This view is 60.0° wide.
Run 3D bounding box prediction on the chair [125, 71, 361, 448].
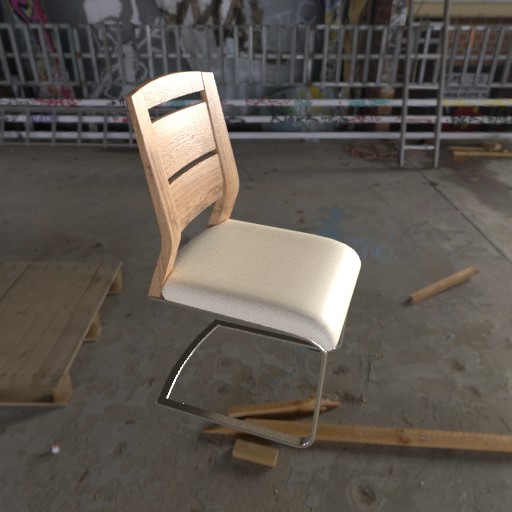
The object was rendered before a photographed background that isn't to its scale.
[{"bbox_3d":[0.000,0.000,1.275,0.561,0.955,0.457,10,31,17],"label":"chair"}]
